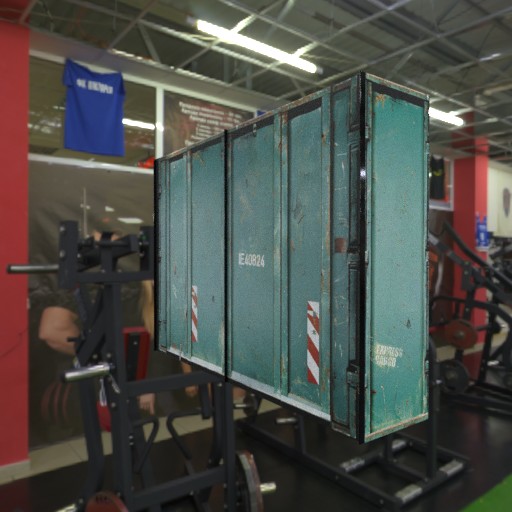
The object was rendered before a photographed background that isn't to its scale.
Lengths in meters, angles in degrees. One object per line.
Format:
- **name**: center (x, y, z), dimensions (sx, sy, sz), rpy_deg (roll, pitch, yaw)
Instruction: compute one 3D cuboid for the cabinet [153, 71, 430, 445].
- **cabinet**: center (0.000, 0.000, 3.973), dimensions (0.680, 2.160, 3.001), rpy_deg (0, 1, -36)
